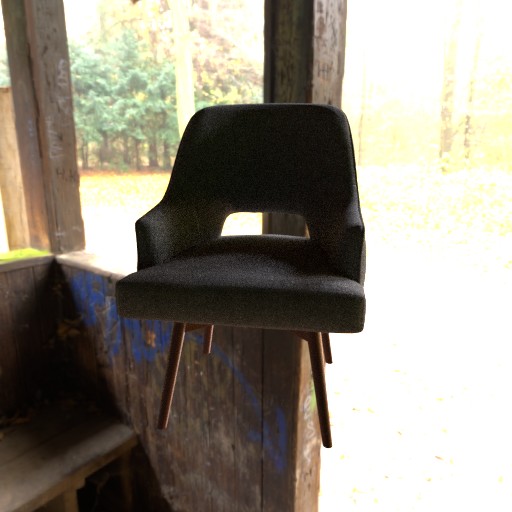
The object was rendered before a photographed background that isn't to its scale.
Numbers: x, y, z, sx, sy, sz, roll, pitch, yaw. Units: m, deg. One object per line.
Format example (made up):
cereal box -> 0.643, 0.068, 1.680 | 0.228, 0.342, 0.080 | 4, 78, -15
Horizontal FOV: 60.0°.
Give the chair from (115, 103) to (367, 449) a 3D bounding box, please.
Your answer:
chair -> 0.000, 0.000, 1.274 | 0.608, 0.875, 0.629 | 3, 15, 9
